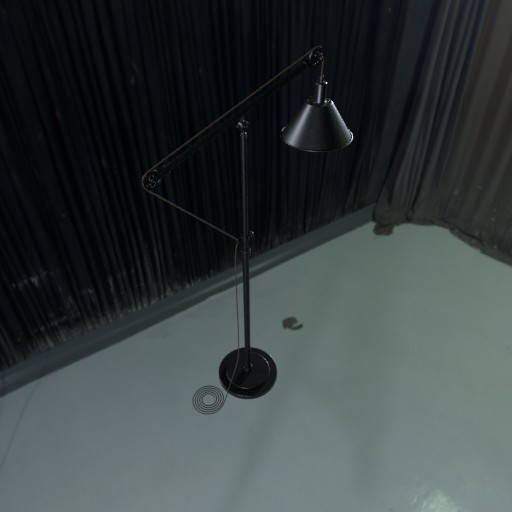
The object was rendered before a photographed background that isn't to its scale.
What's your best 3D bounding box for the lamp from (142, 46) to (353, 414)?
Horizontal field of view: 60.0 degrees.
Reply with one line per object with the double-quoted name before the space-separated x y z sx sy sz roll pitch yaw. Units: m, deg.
"lamp" 0.000 0.000 1.938 0.904 1.626 0.319 -27 47 -28
